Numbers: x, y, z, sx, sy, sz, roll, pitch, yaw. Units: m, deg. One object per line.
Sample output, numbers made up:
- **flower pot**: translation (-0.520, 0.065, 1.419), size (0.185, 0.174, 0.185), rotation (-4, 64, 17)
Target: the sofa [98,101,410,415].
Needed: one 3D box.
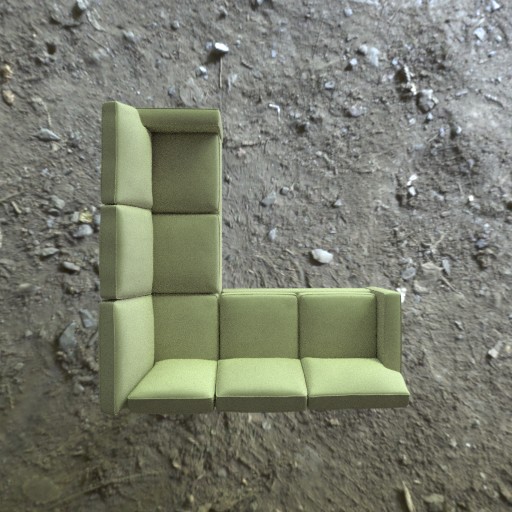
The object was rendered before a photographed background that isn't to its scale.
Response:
- **sofa**: translation (0.000, 0.000, 3.423), size (2.182, 0.939, 2.189), rotation (0, 90, -2)
